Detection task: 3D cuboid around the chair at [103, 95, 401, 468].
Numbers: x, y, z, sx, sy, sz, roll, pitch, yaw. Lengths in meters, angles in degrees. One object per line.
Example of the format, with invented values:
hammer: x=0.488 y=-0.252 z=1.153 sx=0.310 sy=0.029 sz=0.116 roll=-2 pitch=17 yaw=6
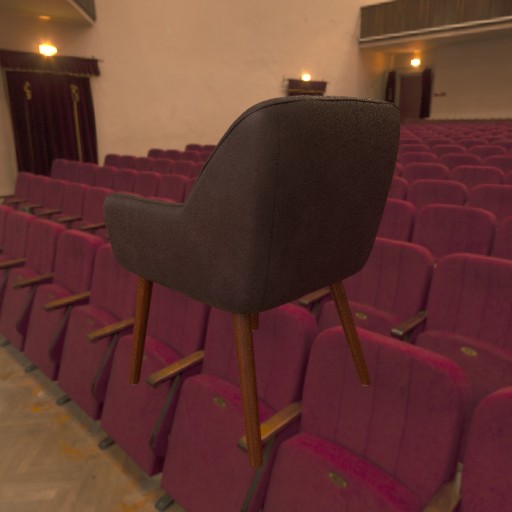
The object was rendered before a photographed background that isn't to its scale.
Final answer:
chair: x=0.000 y=0.000 z=1.253 sx=0.610 sy=0.828 sz=0.610 roll=16 pitch=23 yaw=43
